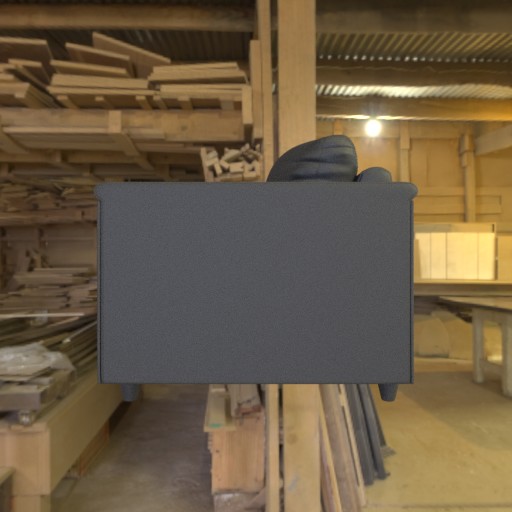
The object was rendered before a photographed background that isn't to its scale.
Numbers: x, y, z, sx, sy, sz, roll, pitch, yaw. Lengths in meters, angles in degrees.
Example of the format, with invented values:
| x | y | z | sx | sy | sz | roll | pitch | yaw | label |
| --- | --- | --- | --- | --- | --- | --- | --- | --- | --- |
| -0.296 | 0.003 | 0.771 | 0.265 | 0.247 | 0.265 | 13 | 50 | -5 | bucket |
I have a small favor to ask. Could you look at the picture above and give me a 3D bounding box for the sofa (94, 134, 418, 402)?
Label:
| x | y | z | sx | sy | sz | roll | pitch | yaw | label |
| --- | --- | --- | --- | --- | --- | --- | --- | --- | --- |
| 0.000 | 0.000 | 1.890 | 0.887 | 0.845 | 1.386 | 0 | 0 | 0 | sofa |
